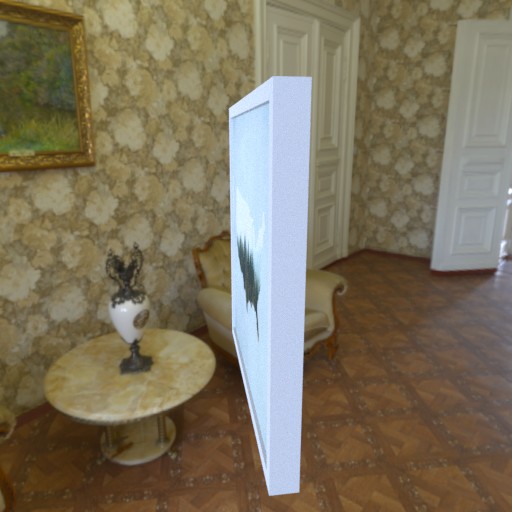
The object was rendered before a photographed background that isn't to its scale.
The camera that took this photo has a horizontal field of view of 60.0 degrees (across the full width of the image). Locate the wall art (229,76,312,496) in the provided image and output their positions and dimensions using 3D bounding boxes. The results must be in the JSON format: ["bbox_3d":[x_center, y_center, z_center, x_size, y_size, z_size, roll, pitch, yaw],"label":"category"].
[{"bbox_3d":[0.000,0.000,0.452,0.024,0.304,0.304,-2,15,-8],"label":"wall art"}]
